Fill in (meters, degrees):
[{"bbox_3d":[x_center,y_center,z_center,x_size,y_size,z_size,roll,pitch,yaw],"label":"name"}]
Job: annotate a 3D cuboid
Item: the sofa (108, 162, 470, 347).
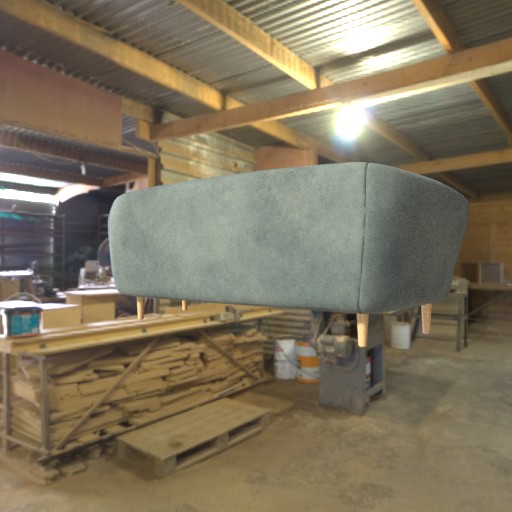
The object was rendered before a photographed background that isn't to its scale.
[{"bbox_3d":[0.000,0.000,2.532,2.095,0.795,0.849,0,0,36],"label":"sofa"}]
